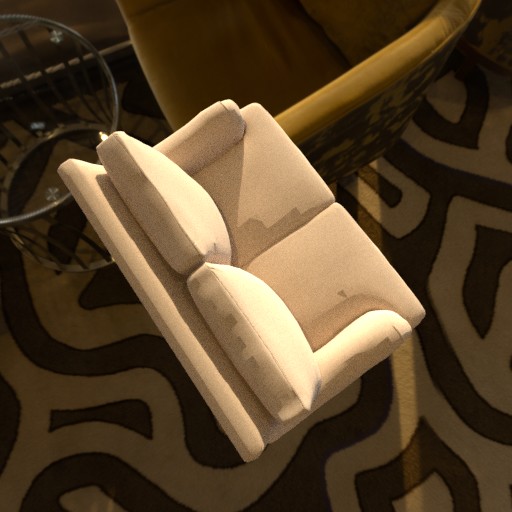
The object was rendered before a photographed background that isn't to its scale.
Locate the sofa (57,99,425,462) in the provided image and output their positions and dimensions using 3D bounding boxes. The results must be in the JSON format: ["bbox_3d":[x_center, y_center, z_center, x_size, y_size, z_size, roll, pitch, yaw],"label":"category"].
[{"bbox_3d":[0.000,0.000,2.255,1.087,1.048,1.508,-34,78,-8],"label":"sofa"}]
